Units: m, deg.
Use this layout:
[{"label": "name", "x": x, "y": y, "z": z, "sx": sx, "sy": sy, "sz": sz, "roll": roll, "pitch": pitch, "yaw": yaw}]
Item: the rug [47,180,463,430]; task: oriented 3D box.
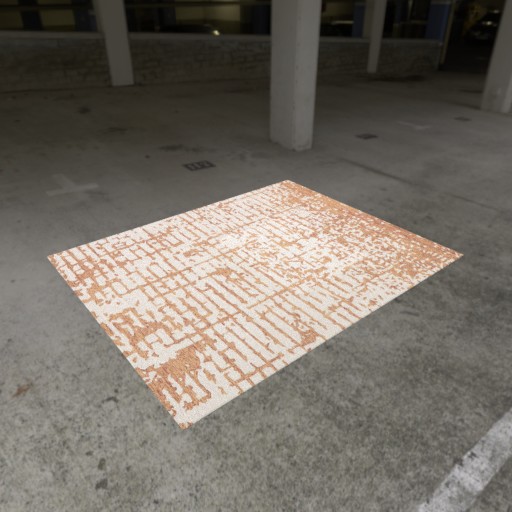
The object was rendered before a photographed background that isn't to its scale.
[{"label": "rug", "x": 0.000, "y": 0.000, "z": 4.150, "sx": 3.050, "sy": 0.011, "sz": 2.441, "roll": -23, "pitch": 38, "yaw": -33}]
